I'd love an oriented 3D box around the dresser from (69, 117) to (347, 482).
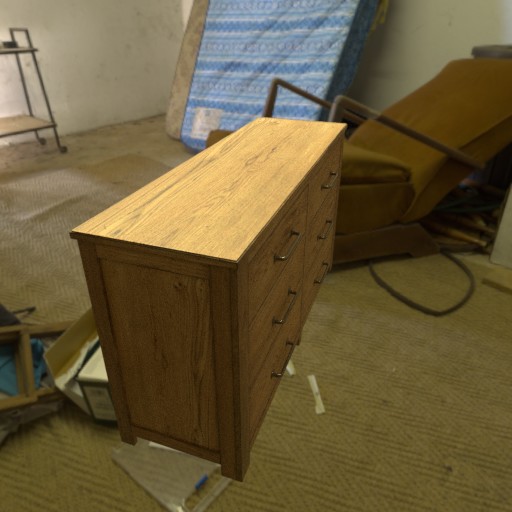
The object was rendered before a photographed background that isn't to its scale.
[{"bbox_3d":[0.000,0.000,2.115,0.563,0.932,1.657,10,31,17],"label":"dresser"}]
